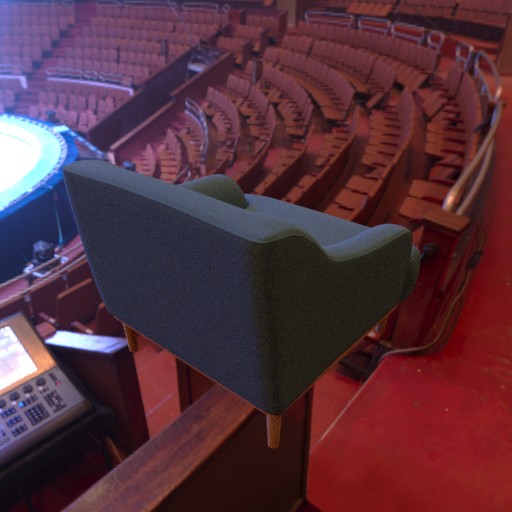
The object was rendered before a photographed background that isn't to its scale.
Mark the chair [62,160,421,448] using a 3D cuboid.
[{"bbox_3d":[0.000,0.000,1.647,0.946,0.818,0.951,22,36,33],"label":"chair"}]
